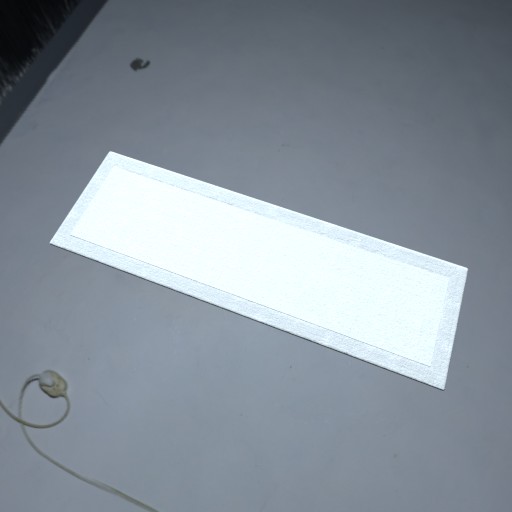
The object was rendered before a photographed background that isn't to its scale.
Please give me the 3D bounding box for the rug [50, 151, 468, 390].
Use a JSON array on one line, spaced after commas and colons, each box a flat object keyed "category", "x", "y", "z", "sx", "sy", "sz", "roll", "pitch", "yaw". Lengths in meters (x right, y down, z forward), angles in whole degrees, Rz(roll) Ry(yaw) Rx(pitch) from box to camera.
[{"category": "rug", "x": 0.000, "y": 0.000, "z": 2.684, "sx": 2.430, "sy": 0.012, "sz": 0.759, "roll": 19, "pitch": 66, "yaw": 9}]
